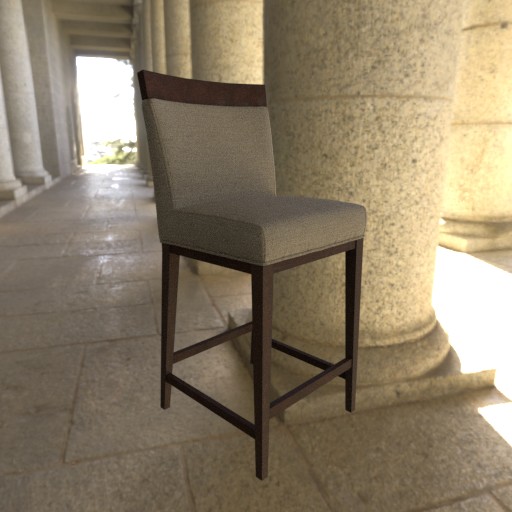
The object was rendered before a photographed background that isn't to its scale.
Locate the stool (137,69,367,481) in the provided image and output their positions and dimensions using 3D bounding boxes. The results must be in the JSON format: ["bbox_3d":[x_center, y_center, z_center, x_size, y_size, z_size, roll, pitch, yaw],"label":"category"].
[{"bbox_3d":[0.000,0.000,1.439,0.531,1.117,0.511,14,20,43],"label":"stool"}]
